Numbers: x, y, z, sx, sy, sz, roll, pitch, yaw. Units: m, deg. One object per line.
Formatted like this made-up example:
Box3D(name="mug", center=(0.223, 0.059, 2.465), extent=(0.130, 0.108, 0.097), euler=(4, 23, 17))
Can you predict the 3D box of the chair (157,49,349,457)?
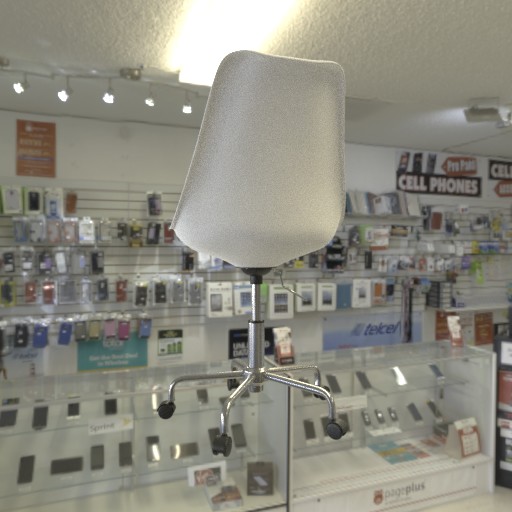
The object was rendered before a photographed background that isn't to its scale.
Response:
Box3D(name="chair", center=(0.000, 0.000, 1.272), extent=(0.550, 0.930, 0.550), euler=(0, 1, -18))
